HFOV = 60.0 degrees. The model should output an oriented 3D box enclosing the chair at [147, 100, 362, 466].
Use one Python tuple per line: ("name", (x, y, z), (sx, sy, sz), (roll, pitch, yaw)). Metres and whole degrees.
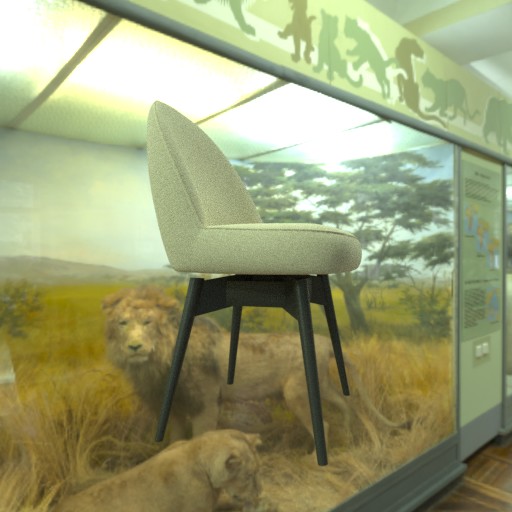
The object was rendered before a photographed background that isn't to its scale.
("chair", (0.000, 0.000, 1.177), (0.540, 0.838, 0.532), (0, 0, 17))
